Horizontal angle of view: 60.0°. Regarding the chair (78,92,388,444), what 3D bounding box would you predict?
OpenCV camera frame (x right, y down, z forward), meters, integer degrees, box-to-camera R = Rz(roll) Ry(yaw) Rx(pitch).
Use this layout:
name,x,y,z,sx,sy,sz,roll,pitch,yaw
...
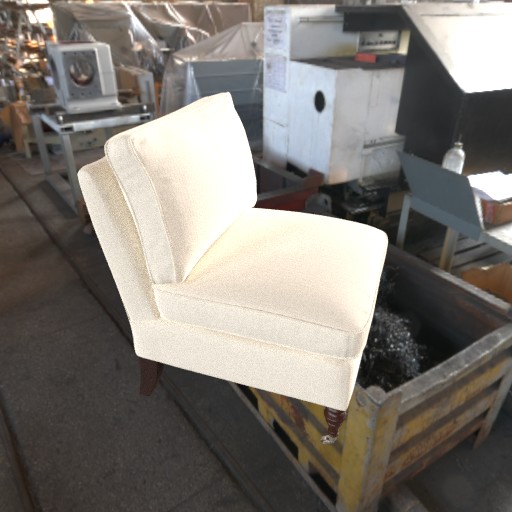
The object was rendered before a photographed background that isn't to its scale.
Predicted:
name,x,y,z,sx,sy,sz,roll,pitch,yaw
chair,0.000,0.000,1.421,0.781,0.887,0.630,10,31,17
